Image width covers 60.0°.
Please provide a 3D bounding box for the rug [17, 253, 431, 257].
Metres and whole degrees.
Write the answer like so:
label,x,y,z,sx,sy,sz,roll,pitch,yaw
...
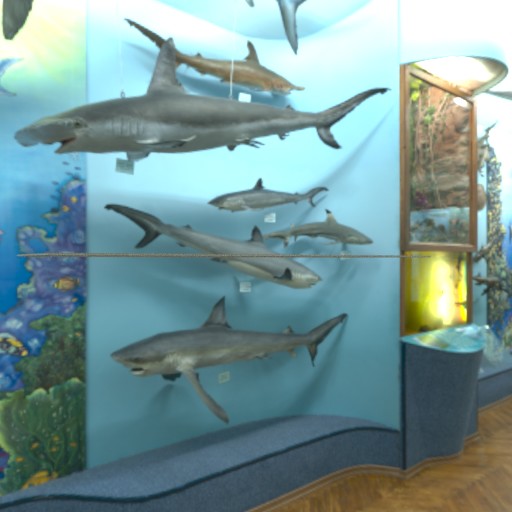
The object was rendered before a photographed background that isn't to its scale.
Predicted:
label,x,y,z,sx,sy,sz,roll,pitch,yaw
rug,0.000,0.000,2.639,2.430,0.012,0.767,0,0,-36
